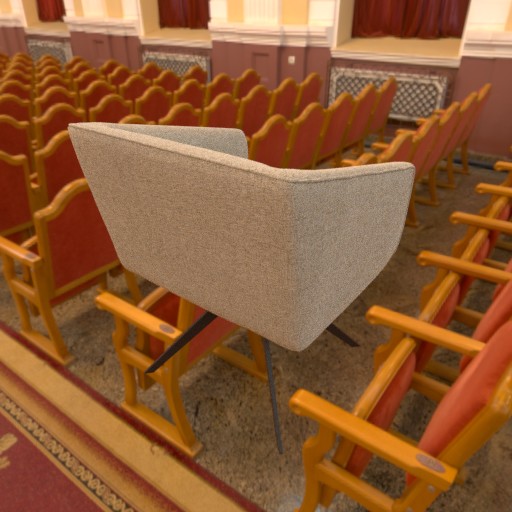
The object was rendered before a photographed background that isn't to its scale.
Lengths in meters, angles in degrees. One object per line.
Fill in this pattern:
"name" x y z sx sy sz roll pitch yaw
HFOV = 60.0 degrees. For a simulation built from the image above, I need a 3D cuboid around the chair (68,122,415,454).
"chair" 0.000 0.000 1.235 0.628 0.760 0.623 21 36 32
